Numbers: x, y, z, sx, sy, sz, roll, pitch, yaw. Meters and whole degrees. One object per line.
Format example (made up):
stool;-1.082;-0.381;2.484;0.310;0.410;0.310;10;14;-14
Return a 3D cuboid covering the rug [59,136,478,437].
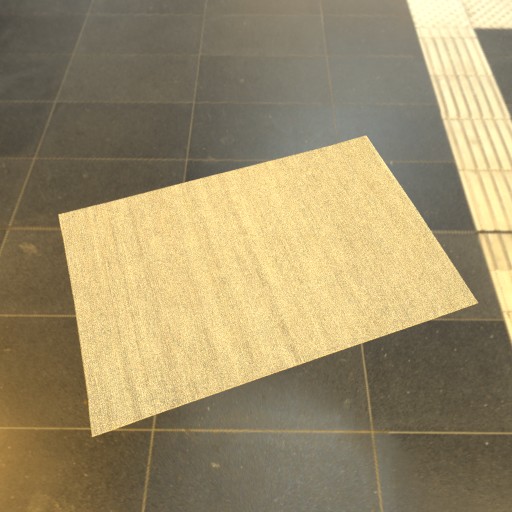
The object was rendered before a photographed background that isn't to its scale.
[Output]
rug;0.000;0.000;2.222;1.820;0.022;1.179;-16;60;-10
